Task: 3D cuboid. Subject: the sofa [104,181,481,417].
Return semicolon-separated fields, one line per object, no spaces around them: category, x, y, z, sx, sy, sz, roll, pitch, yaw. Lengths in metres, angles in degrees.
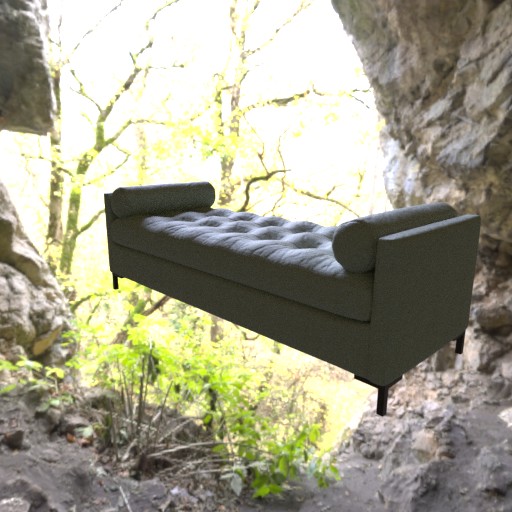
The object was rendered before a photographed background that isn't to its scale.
sofa;0.000;0.000;2.484;0.796;0.705;2.102;-13;19;-43
